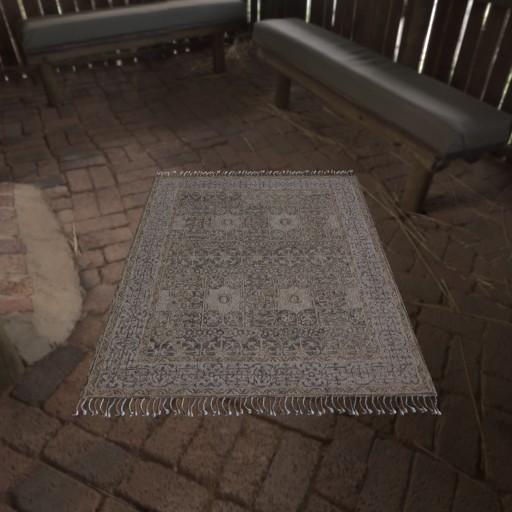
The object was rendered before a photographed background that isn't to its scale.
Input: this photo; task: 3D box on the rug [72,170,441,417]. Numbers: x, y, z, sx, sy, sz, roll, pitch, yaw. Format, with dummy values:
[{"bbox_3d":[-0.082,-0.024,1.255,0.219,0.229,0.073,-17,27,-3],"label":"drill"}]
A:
[{"bbox_3d":[0.000,0.000,4.160,2.431,0.017,3.291,0,39,0],"label":"rug"}]
